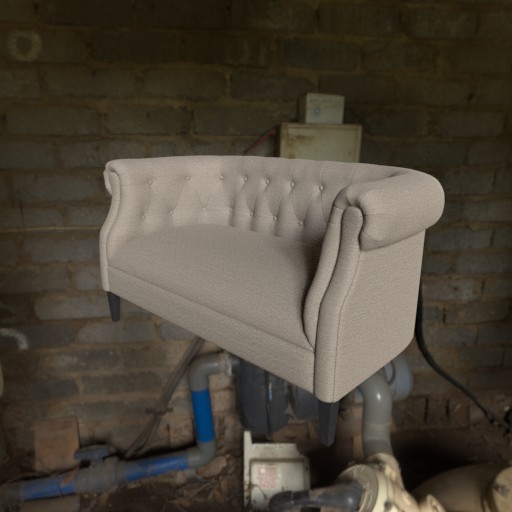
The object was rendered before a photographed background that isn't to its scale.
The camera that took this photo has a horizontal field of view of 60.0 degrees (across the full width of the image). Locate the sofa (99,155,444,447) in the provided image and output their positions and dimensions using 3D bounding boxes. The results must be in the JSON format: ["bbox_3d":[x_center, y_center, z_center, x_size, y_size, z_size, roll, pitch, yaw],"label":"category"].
[{"bbox_3d":[0.000,0.000,2.016,1.558,0.827,0.835,15,22,42],"label":"sofa"}]
